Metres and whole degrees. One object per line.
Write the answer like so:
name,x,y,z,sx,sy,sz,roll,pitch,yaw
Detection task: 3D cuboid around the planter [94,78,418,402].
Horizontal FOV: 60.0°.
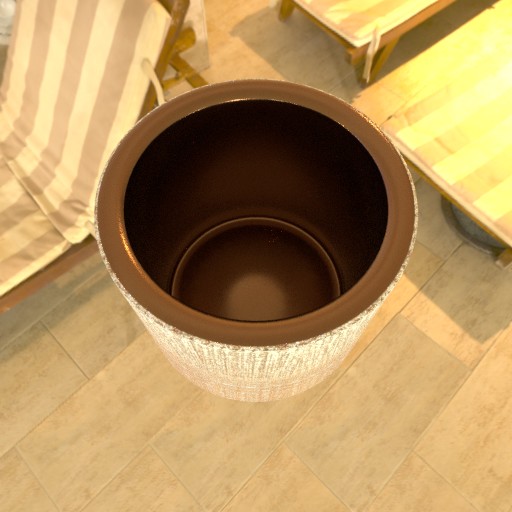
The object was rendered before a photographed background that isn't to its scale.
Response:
planter,0.000,0.000,0.189,0.109,0.096,0.109,0,64,0
